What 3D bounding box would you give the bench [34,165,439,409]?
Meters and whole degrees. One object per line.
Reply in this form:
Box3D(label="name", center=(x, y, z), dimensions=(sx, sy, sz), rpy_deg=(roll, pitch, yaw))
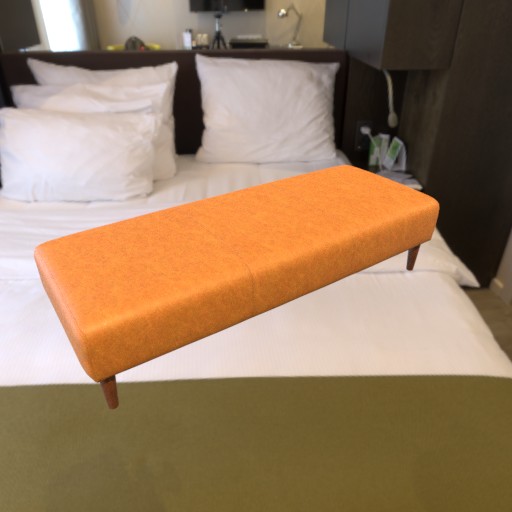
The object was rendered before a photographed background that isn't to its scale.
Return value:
Box3D(label="bench", center=(0.000, 0.000, 1.897), dimensions=(1.610, 0.399, 0.653), rpy_deg=(-19, 36, -29))
